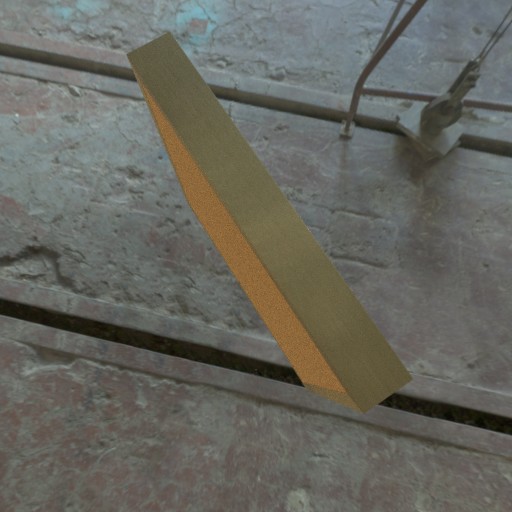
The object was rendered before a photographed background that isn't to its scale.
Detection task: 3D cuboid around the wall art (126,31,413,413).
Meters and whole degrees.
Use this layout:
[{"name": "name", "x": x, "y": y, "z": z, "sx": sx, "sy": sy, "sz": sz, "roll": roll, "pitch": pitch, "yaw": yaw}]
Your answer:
[{"name": "wall art", "x": 0.000, "y": 0.000, "z": 0.452, "sx": 0.038, "sy": 0.305, "sz": 0.304, "roll": -32, "pitch": 78, "yaw": -8}]
